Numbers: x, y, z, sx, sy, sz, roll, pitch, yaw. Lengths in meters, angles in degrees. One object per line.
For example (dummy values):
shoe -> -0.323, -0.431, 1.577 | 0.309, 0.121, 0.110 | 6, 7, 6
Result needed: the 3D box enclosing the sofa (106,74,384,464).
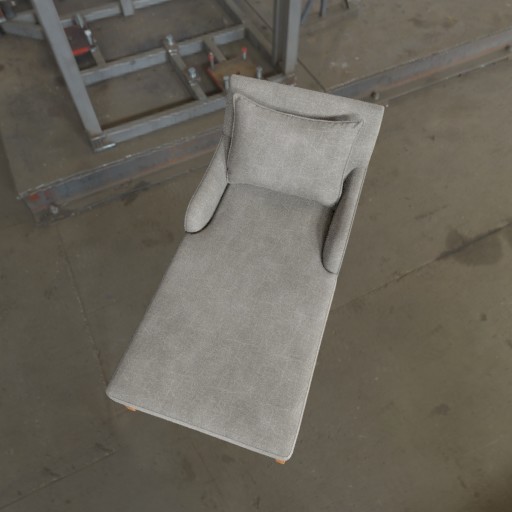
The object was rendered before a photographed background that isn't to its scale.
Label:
sofa -> 0.000, 0.000, 2.335 | 0.894, 0.859, 1.779 | 16, 60, 9
